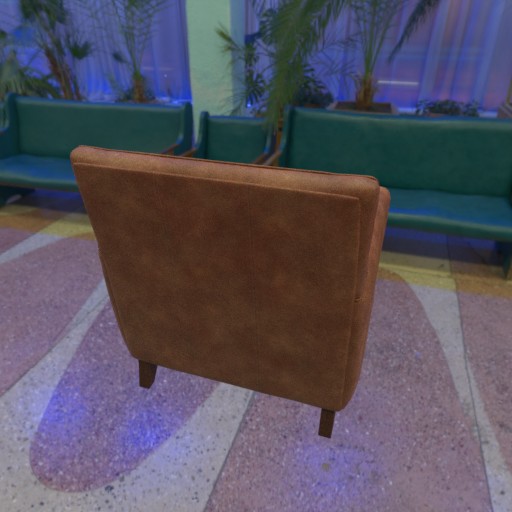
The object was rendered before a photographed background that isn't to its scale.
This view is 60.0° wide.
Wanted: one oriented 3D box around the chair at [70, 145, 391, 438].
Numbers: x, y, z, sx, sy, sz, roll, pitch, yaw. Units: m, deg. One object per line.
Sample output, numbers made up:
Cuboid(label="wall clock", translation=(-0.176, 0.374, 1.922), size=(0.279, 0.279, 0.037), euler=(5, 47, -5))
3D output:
Cuboid(label="chair", translation=(0.000, 0.000, 1.627), size=(0.870, 0.943, 0.823), euler=(10, 31, 16))
